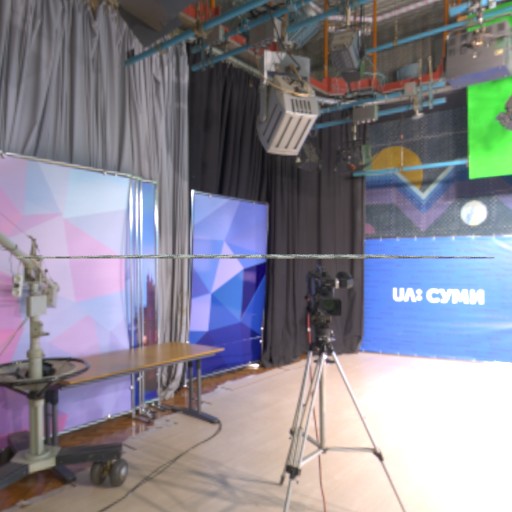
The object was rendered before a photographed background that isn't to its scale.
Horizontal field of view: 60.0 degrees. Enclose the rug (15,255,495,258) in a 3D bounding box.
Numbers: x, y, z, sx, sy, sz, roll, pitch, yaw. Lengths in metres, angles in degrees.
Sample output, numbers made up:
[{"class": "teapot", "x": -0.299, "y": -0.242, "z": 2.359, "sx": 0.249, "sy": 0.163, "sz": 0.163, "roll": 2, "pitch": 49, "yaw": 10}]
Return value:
[{"class": "rug", "x": 0.000, "y": 0.000, "z": 3.998, "sx": 3.021, "sy": 0.013, "sz": 2.432, "roll": 0, "pitch": 0, "yaw": 1}]
